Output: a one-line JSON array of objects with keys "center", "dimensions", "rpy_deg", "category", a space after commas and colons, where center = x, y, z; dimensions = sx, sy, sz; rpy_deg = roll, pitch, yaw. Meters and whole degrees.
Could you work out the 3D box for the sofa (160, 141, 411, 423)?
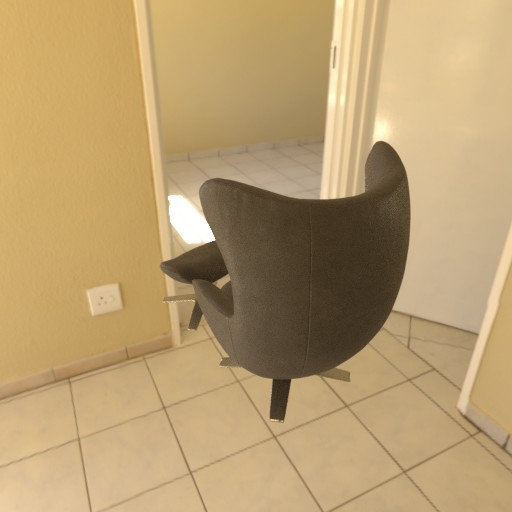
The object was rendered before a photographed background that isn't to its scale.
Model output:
[{"center": [0.000, 0.000, 2.149], "dimensions": [0.894, 1.135, 1.444], "rpy_deg": [-19, 34, -31], "category": "sofa"}]
